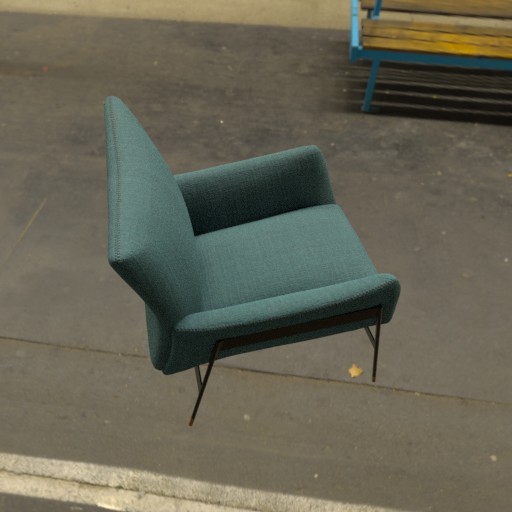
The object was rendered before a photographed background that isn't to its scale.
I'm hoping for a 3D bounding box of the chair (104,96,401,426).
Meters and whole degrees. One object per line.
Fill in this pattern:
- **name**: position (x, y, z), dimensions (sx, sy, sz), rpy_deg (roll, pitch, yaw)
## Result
- **chair**: position (0.000, 0.000, 1.434), dimensions (0.769, 0.859, 0.678), rpy_deg (-10, 48, -9)
